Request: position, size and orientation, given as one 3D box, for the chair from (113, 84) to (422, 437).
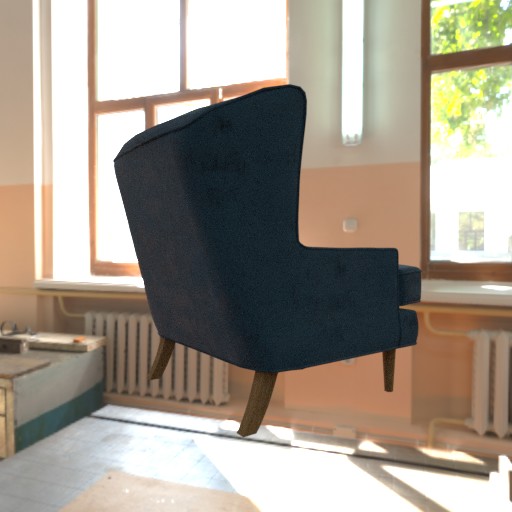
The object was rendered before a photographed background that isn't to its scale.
[{"bbox_3d":[0.000,0.000,1.608,0.910,0.952,0.793,-1,1,-36],"label":"chair"}]
